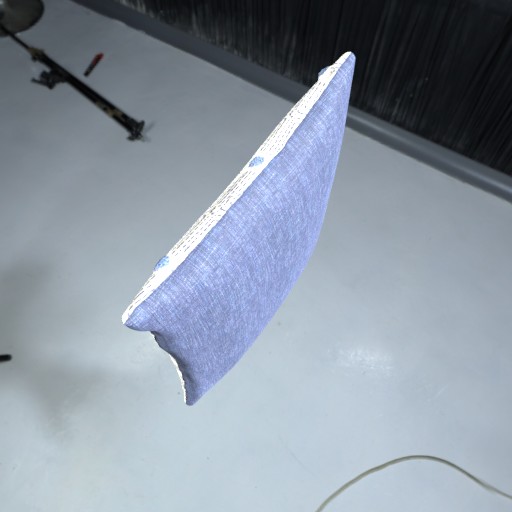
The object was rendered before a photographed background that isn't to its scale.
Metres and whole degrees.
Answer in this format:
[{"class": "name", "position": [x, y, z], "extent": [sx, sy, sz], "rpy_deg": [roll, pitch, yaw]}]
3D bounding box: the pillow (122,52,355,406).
[{"class": "pillow", "position": [0.000, 0.000, 0.782], "extent": [0.145, 0.510, 0.510], "rpy_deg": [31, 67, 15]}]
